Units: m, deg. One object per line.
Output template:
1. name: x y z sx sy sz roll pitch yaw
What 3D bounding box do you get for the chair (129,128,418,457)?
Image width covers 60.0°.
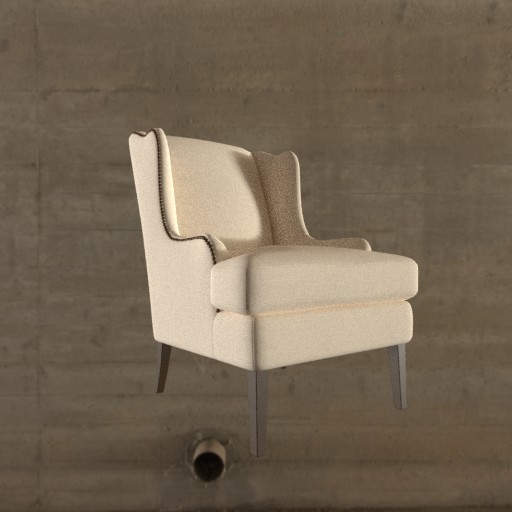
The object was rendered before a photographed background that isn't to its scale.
1. chair: 0.000 0.000 1.673 0.737 1.029 0.940 0 0 -36
